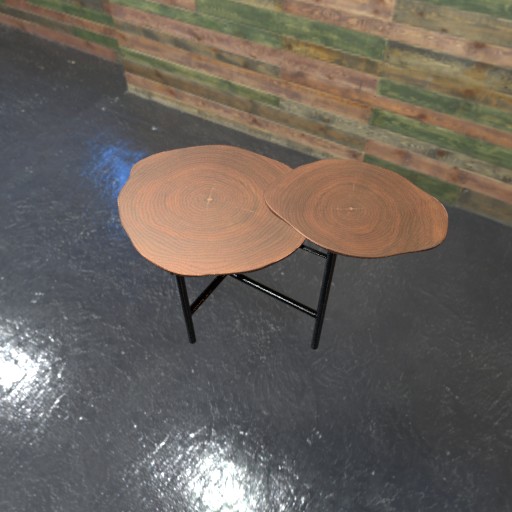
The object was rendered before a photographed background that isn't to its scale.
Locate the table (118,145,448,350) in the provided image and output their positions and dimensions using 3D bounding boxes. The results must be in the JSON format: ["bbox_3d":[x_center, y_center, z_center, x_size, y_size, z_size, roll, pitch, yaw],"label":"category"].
[{"bbox_3d":[0.000,0.000,1.091,0.759,0.538,0.442,26,53,21],"label":"table"}]
